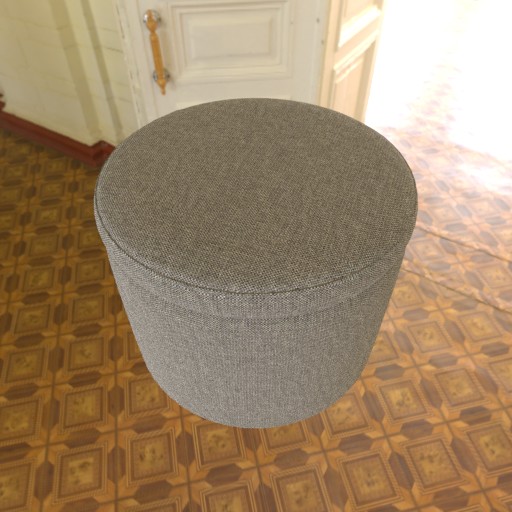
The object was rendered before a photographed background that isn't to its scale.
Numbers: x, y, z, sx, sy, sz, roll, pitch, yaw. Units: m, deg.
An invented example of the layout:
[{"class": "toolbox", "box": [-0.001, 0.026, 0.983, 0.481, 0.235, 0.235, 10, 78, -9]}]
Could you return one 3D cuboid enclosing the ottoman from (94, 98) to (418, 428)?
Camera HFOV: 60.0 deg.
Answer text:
[{"class": "ottoman", "box": [0.000, 0.000, 0.857, 0.520, 0.430, 0.520, 0, 46, 0]}]
